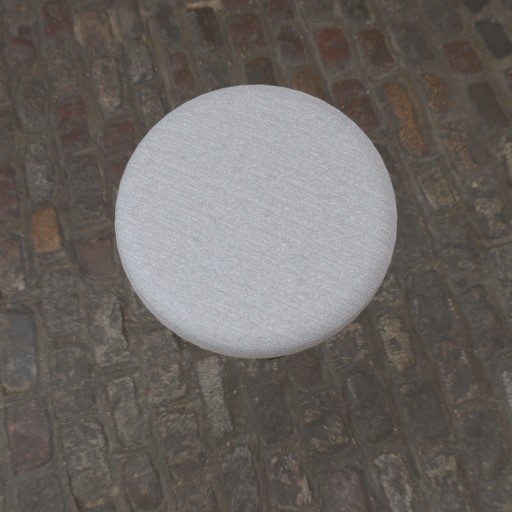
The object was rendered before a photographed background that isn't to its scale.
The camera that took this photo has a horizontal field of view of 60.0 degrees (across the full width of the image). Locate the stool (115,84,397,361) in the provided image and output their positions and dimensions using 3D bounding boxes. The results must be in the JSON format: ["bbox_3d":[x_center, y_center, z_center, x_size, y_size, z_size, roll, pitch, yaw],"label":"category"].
[{"bbox_3d":[0.000,0.000,0.966,0.443,0.672,0.443,0,76,0],"label":"stool"}]
